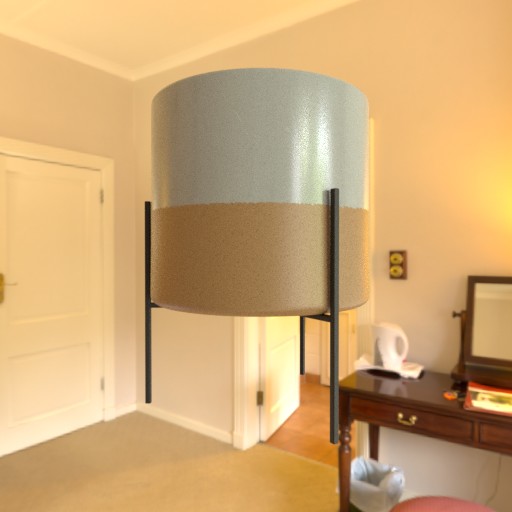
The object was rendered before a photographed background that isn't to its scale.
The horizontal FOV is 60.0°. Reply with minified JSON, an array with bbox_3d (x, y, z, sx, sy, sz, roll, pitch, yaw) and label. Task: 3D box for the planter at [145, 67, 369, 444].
[{"bbox_3d":[0.000,0.000,0.725,0.360,0.480,0.348,0,1,-2],"label":"planter"}]
